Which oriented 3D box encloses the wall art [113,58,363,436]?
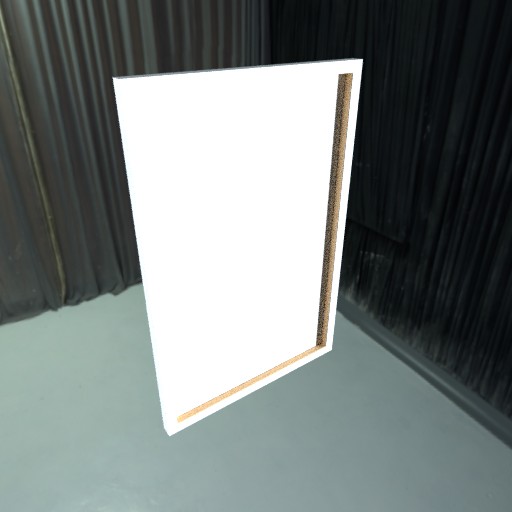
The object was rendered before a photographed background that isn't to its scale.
[{"bbox_3d":[0.000,0.000,1.156,0.607,0.912,0.038,-19,34,-30],"label":"wall art"}]
